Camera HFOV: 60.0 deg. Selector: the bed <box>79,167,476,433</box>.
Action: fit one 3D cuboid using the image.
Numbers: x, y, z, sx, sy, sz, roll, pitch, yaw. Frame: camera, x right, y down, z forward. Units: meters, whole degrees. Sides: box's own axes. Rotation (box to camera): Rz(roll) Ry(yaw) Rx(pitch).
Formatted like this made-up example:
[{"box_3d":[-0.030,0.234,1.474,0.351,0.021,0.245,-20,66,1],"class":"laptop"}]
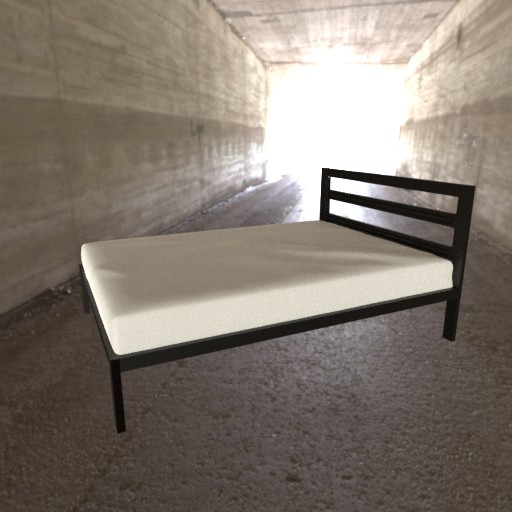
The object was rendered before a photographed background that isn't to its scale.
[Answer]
[{"box_3d":[0.000,0.000,2.884,2.062,0.967,1.524,-7,17,-25],"class":"bed"}]
